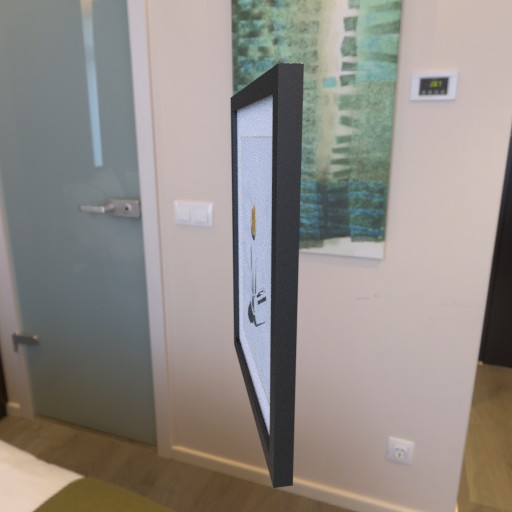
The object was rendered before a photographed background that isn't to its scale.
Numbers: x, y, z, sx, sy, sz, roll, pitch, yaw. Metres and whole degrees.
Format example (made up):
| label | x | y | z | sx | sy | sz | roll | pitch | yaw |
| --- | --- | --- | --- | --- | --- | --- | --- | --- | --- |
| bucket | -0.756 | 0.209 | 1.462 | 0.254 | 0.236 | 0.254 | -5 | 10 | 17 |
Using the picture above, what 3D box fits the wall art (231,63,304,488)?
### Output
| label | x | y | z | sx | sy | sz | roll | pitch | yaw |
| --- | --- | --- | --- | --- | --- | --- | --- | --- | --- |
| wall art | 0.000 | 0.000 | 0.775 | 0.029 | 0.559 | 0.457 | -3 | 15 | -9 |
